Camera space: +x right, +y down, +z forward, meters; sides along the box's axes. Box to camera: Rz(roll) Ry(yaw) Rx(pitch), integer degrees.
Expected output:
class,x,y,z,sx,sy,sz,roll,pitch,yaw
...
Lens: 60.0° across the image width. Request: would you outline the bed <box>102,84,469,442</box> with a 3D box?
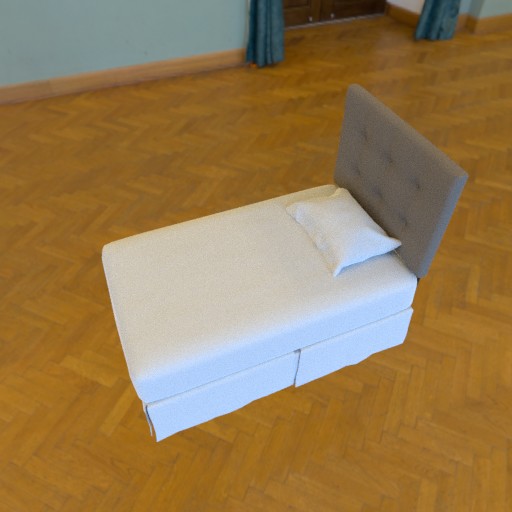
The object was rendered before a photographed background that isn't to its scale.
class,x,y,z,sx,sy,sz,roll,pitch,yaw
bed,0.000,0.000,2.989,1.997,1.571,1.261,-17,49,-15
